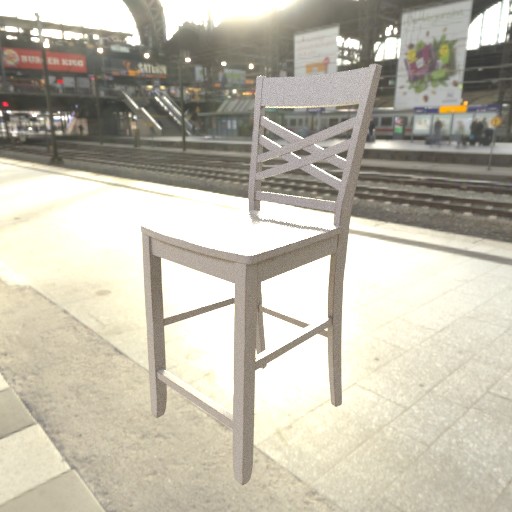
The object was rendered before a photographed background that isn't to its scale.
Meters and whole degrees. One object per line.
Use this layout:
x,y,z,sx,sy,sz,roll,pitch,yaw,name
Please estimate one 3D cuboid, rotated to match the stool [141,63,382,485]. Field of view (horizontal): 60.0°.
0.000,0.000,1.339,0.462,1.079,0.539,16,22,42,stool
